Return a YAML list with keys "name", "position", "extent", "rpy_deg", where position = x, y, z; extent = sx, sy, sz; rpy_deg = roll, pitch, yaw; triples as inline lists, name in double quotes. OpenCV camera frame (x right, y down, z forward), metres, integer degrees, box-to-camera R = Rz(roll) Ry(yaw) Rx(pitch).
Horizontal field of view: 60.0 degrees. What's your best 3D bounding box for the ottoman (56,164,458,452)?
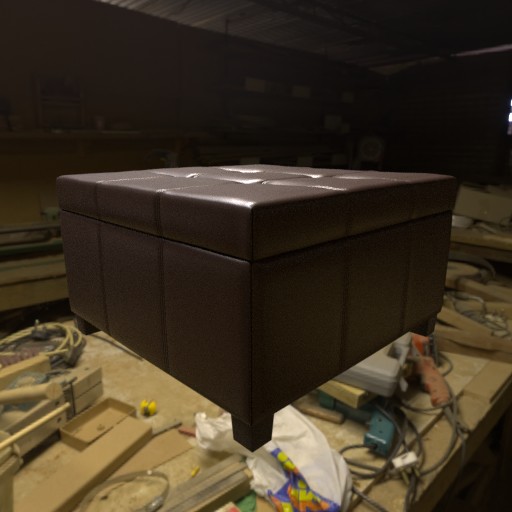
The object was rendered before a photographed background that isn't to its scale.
- name: "ottoman"
  position: [0.000, 0.000, 1.252]
  extent: [0.787, 0.460, 0.788]
  rpy_deg: [-14, 20, -43]
